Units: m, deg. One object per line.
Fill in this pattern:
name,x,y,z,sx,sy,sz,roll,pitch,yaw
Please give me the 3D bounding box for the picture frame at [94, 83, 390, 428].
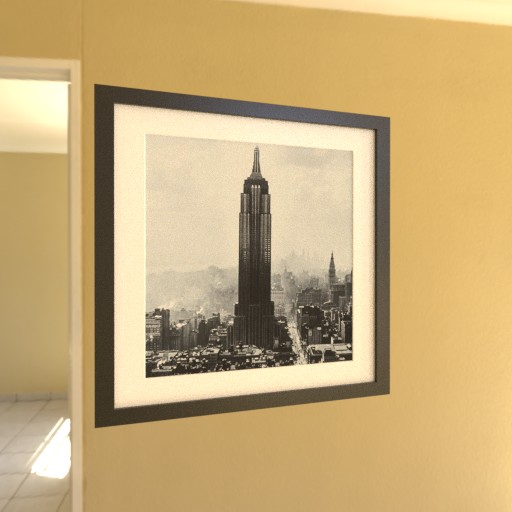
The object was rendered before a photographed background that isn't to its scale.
picture frame,0.000,0.000,0.817,0.559,0.557,0.029,0,0,-18
